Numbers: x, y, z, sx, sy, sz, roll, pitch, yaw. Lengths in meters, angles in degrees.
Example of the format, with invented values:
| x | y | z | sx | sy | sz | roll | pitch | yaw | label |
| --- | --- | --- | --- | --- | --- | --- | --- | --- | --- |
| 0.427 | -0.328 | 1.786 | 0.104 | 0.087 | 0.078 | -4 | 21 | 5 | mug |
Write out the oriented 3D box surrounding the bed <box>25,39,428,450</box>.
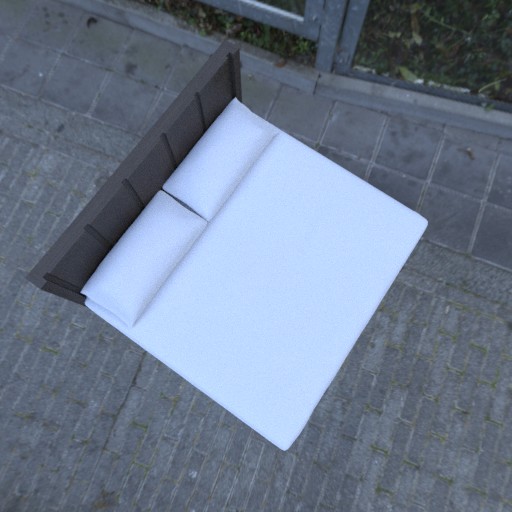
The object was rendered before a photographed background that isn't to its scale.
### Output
| x | y | z | sx | sy | sz | roll | pitch | yaw | label |
| --- | --- | --- | --- | --- | --- | --- | --- | --- | --- |
| 0.000 | 0.000 | 3.442 | 2.012 | 1.270 | 2.134 | 34 | 78 | 8 | bed |
